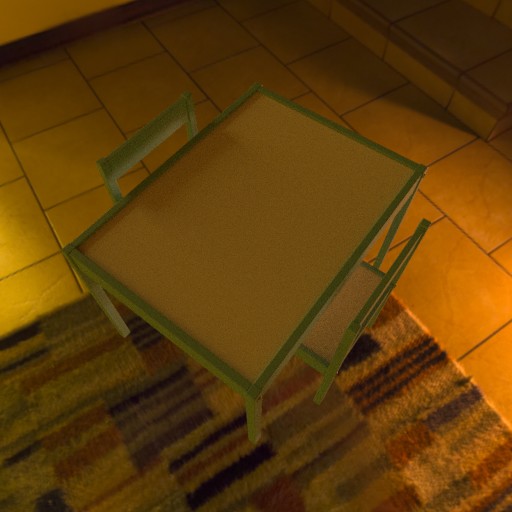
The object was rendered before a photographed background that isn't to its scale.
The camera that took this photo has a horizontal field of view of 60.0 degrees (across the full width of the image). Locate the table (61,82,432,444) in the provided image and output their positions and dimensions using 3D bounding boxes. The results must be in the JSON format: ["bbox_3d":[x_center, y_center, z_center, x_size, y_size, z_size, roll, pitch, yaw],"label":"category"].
[{"bbox_3d":[0.000,0.000,1.101,0.633,0.503,0.639,33,64,18],"label":"table"}]
